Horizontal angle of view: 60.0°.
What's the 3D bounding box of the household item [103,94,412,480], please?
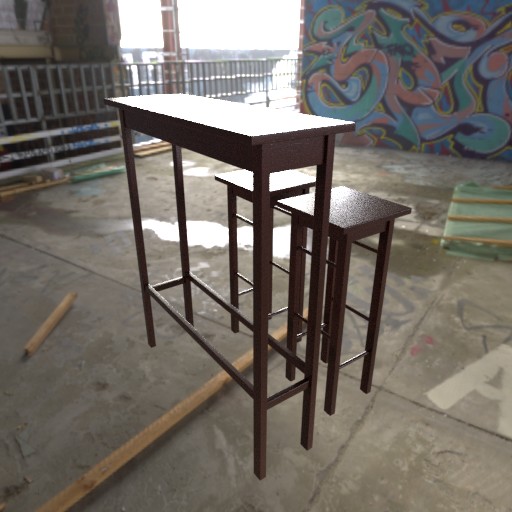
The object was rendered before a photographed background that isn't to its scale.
[{"bbox_3d":[0.000,0.000,1.636,0.676,1.067,0.914,-17,30,-32],"label":"household item"}]
